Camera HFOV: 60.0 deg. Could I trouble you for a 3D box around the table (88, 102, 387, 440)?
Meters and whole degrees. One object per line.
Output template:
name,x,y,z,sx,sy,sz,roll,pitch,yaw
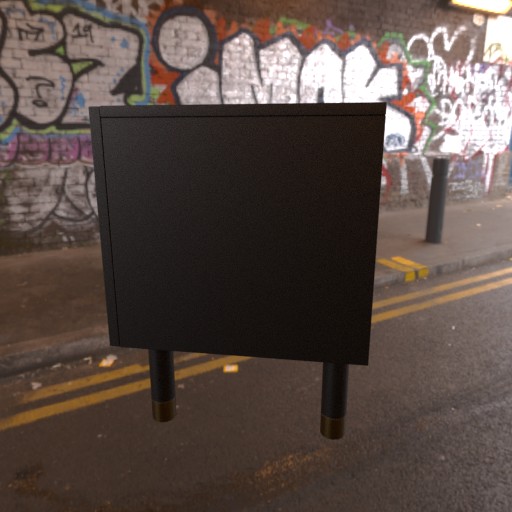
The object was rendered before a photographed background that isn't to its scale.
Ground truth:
table,0.000,0.000,0.964,0.441,0.584,0.564,2,15,9
